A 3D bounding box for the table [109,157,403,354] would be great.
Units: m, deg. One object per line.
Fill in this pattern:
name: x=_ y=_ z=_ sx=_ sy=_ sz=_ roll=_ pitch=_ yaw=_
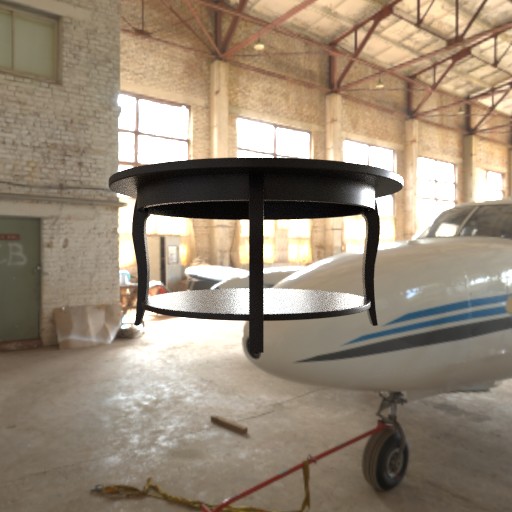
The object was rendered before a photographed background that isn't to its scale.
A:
table: x=0.000 y=0.000 z=1.452 sx=0.914 sy=0.457 sz=0.914 roll=0 pitch=1 yaw=0
